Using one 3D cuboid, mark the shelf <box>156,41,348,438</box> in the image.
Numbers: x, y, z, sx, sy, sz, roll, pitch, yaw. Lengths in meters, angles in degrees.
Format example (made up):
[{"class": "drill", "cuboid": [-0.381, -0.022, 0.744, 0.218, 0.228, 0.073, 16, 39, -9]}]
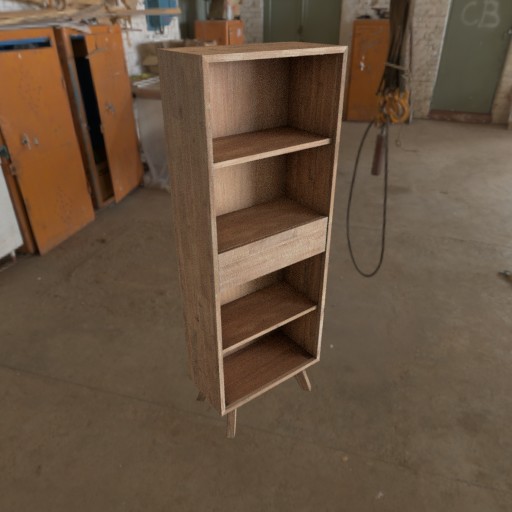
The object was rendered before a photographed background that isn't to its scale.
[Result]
[{"class": "shelf", "cuboid": [0.000, 0.000, 1.571, 0.491, 1.342, 0.267, -20, 35, -32]}]
